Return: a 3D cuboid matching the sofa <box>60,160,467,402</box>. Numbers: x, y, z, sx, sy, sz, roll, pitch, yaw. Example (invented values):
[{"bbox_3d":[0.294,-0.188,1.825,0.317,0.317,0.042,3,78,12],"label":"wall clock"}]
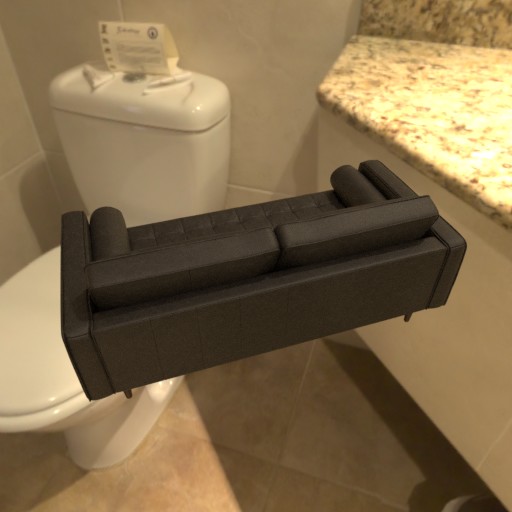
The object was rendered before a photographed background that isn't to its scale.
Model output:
[{"bbox_3d":[0.000,0.000,2.334,1.879,0.770,0.921,-12,42,-14],"label":"sofa"}]
